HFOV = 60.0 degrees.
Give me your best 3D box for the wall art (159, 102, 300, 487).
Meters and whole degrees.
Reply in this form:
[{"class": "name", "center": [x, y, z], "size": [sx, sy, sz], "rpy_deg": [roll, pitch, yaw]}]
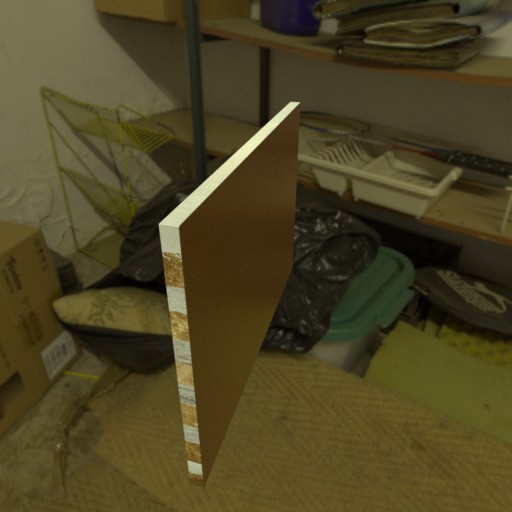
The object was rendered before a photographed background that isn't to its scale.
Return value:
[{"class": "wall art", "center": [0.000, 0.000, 1.456], "size": [0.041, 0.762, 1.145], "rpy_deg": [8, 31, 14]}]
